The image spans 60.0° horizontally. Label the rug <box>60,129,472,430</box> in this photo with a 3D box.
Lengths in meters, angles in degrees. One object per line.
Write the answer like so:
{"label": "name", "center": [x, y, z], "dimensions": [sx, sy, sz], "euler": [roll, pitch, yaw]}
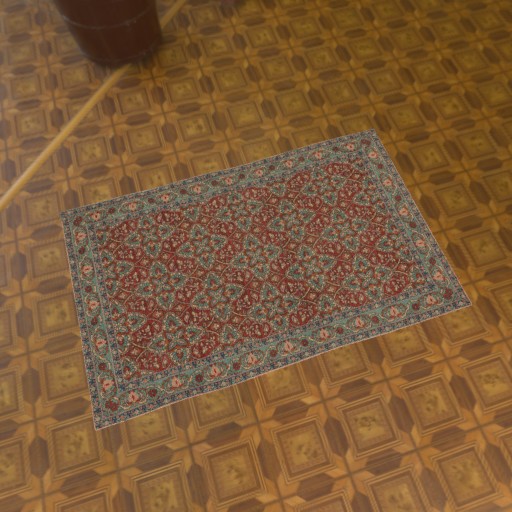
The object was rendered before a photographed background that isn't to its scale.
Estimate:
{"label": "rug", "center": [0.000, 0.000, 3.007], "dimensions": [2.439, 0.011, 1.533], "euler": [-17, 66, -8]}
